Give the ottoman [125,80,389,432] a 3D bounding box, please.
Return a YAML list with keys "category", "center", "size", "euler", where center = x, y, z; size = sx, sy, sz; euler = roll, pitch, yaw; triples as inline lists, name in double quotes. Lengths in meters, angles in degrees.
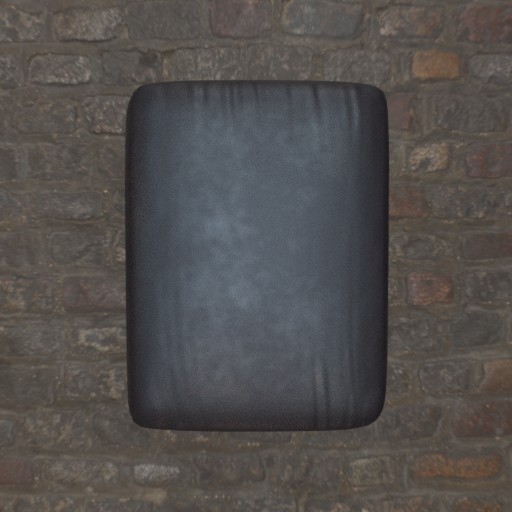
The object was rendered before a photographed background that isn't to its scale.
- category: "ottoman"
  center: [0.000, 0.000, 1.087]
  size: [0.570, 0.402, 0.764]
  euler: [0, 92, -1]
